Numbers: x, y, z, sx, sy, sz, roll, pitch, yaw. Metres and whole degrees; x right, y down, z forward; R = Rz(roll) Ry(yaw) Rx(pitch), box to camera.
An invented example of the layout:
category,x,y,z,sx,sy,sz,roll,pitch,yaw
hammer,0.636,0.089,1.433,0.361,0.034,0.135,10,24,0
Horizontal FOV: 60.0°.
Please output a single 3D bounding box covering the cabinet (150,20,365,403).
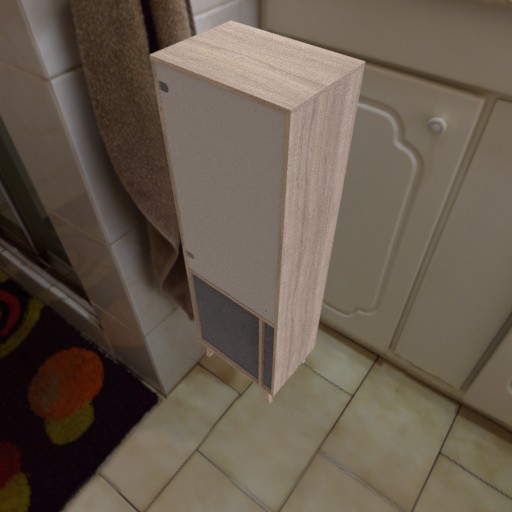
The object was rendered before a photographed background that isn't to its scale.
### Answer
category,x,y,z,sx,sy,sz,roll,pitch,yaw
cabinet,0.000,0.000,2.096,0.570,1.850,0.400,31,54,26
